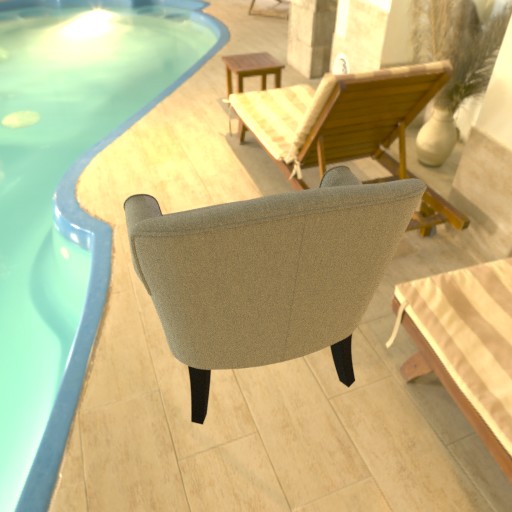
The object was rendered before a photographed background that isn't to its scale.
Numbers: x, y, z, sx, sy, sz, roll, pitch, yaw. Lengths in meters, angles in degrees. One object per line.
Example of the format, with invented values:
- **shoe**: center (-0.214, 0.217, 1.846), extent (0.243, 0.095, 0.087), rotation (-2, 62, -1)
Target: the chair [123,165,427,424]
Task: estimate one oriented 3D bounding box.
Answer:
- **chair**: center (0.000, 0.000, 1.449), extent (0.772, 0.880, 0.755), rotation (-10, 41, -12)
